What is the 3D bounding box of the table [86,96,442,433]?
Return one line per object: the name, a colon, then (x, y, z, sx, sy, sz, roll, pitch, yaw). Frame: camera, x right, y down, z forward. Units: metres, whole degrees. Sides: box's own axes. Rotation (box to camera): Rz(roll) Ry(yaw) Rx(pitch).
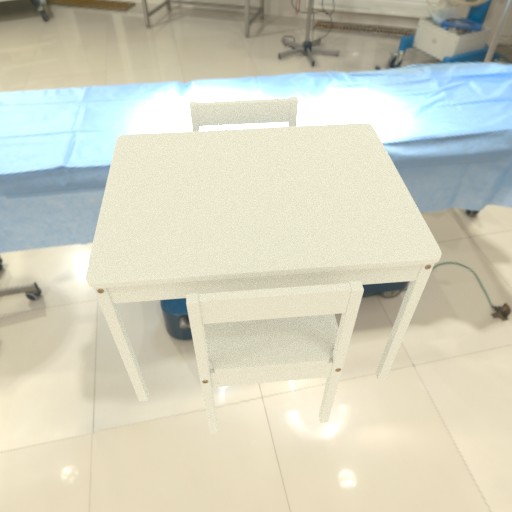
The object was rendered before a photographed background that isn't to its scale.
table: (0.000, 0.000, 1.116, 0.650, 0.503, 0.672, -4, 46, -4)
